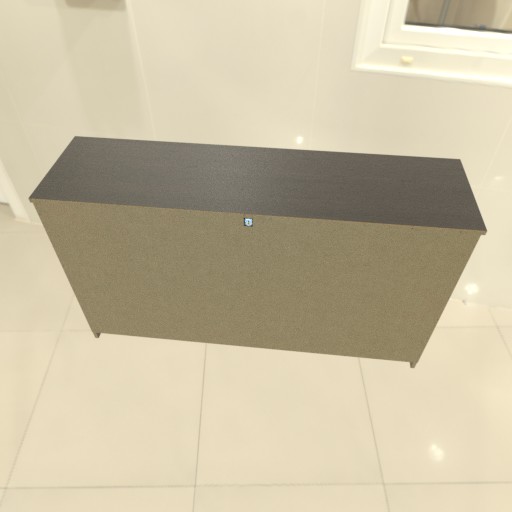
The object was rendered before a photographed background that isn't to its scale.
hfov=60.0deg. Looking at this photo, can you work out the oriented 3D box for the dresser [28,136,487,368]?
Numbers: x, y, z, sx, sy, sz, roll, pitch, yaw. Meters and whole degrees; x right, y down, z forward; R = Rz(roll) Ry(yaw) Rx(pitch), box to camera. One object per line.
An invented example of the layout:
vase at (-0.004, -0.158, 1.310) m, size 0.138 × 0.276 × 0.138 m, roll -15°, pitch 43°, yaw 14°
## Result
dresser at (0.000, 0.000, 1.712) m, size 1.360 × 0.755 × 0.401 m, roll 4°, pitch 46°, yaw 4°
